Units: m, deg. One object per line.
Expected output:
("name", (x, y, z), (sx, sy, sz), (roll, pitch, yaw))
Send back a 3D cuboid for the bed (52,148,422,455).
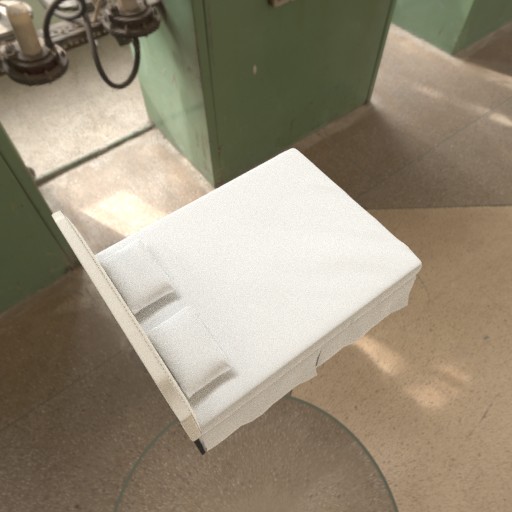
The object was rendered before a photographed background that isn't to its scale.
("bed", (0.000, 0.000, 3.071), (1.999, 1.270, 1.558), (-32, 63, -19))
